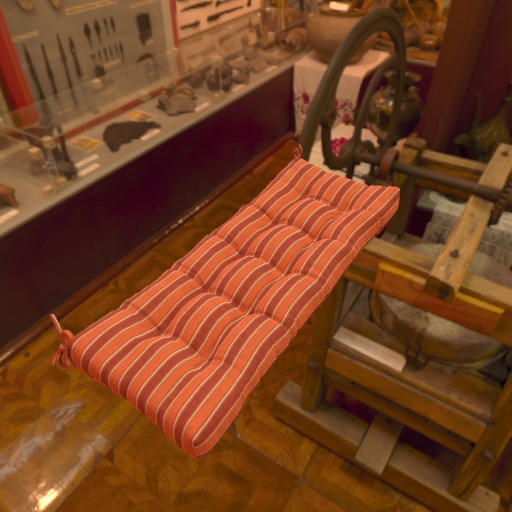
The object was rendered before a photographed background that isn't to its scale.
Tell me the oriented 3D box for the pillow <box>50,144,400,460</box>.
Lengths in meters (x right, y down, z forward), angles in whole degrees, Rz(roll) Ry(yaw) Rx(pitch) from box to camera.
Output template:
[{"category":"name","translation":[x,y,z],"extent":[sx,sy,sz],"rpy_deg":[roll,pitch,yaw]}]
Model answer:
[{"category":"pillow","translation":[0.000,0.000,1.358],"extent":[0.511,0.174,1.194],"rpy_deg":[25,48,25]}]
